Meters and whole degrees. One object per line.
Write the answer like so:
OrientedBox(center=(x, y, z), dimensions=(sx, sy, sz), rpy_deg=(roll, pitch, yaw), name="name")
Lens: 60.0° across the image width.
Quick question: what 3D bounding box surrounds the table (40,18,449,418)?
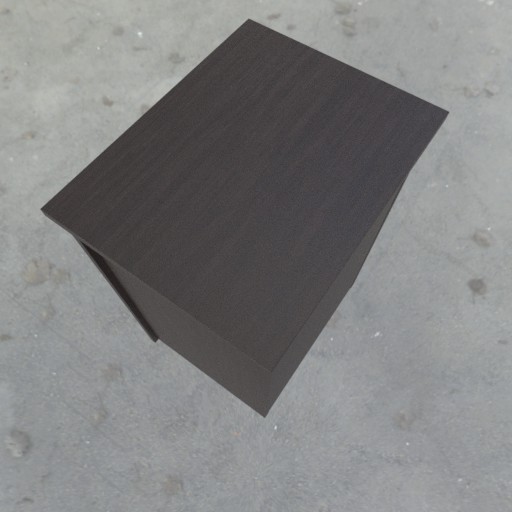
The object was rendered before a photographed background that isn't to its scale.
OrientedBox(center=(0.000, 0.000, 0.918), dimensions=(0.381, 0.635, 0.480), rpy_deg=(32, 68, 15), name="table")
